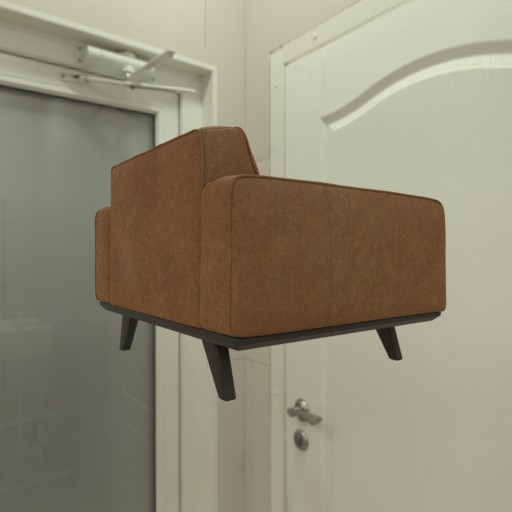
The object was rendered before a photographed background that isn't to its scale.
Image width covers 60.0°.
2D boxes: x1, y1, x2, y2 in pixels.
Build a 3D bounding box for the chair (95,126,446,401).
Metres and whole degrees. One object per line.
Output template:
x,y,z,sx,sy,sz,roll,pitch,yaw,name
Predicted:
0.000,0.000,1.761,0.952,0.782,1.118,0,0,-37,chair
